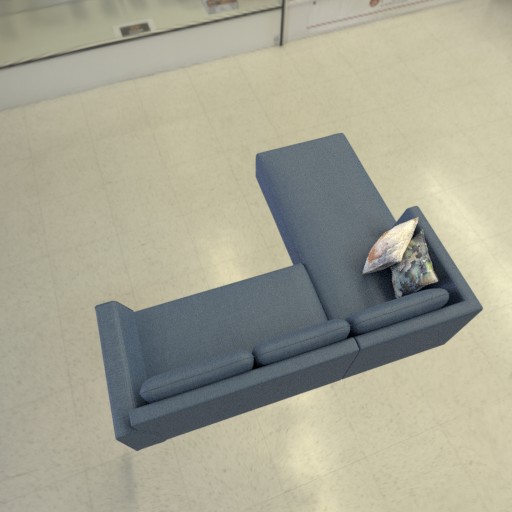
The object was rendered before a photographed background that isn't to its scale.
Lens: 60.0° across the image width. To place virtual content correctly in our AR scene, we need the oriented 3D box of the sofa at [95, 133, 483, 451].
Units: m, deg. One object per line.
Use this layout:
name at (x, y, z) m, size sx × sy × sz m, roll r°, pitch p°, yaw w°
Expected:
sofa at (0.000, 0.000, 3.039) m, size 2.120 × 0.787 × 1.829 m, roll -16°, pitch 61°, yaw -9°
